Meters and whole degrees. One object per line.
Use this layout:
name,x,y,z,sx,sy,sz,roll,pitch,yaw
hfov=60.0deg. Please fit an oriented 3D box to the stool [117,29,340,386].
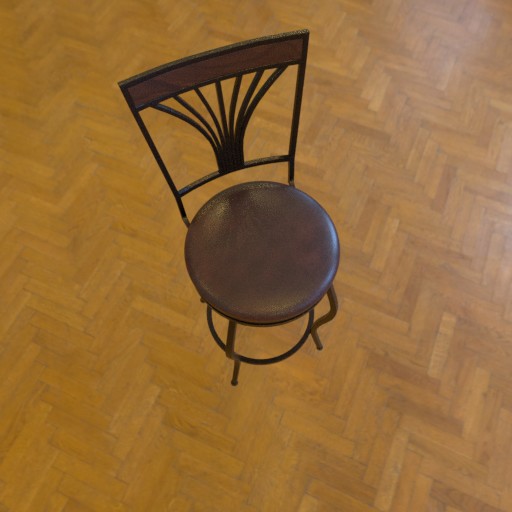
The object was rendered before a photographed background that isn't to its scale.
stool,0.000,0.000,1.358,0.433,1.117,0.514,-20,66,-9
